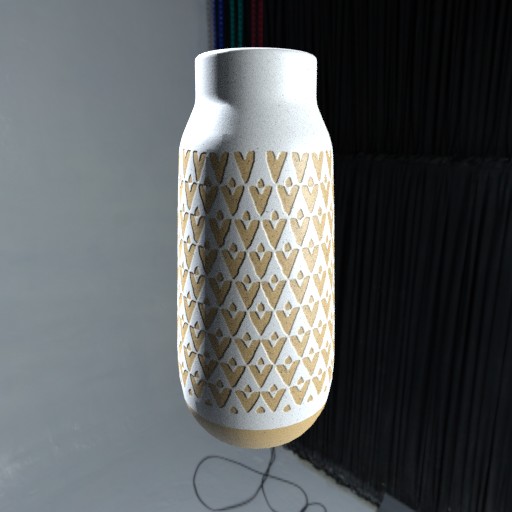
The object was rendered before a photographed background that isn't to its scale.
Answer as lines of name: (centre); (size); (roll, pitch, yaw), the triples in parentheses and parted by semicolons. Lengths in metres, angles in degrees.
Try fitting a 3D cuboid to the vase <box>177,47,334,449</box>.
vase: (0.000, 0.000, 0.372); (0.137, 0.307, 0.137); (0, 16, 0)
